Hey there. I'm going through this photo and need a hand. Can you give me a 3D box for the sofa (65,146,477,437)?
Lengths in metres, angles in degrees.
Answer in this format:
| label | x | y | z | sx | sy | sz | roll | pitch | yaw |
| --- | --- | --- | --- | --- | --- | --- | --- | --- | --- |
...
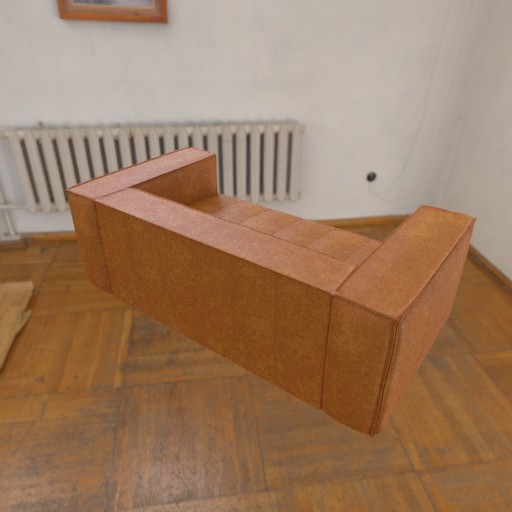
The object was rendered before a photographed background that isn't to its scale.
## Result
| label | x | y | z | sx | sy | sz | roll | pitch | yaw |
| --- | --- | --- | --- | --- | --- | --- | --- | --- | --- |
| sofa | 0.000 | 0.000 | 2.599 | 2.088 | 0.703 | 1.102 | 21 | 37 | 31 |
